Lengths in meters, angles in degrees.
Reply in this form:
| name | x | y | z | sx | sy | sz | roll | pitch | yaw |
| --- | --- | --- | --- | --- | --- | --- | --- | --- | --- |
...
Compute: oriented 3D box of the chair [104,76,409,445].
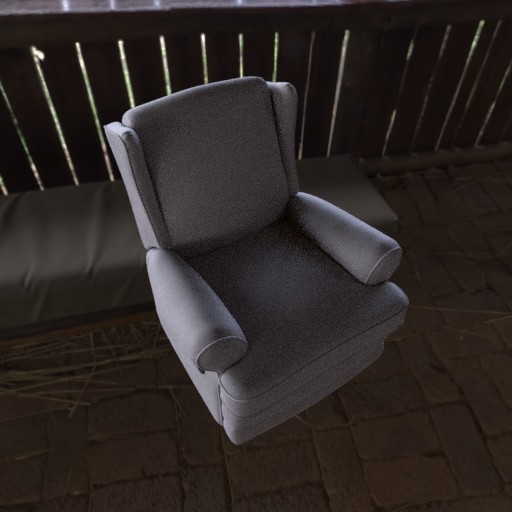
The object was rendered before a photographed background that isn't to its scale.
| name | x | y | z | sx | sy | sz | roll | pitch | yaw |
| --- | --- | --- | --- | --- | --- | --- | --- | --- | --- |
| chair | 0.000 | 0.000 | 1.690 | 0.847 | 1.011 | 0.969 | -24 | 51 | -22 |
